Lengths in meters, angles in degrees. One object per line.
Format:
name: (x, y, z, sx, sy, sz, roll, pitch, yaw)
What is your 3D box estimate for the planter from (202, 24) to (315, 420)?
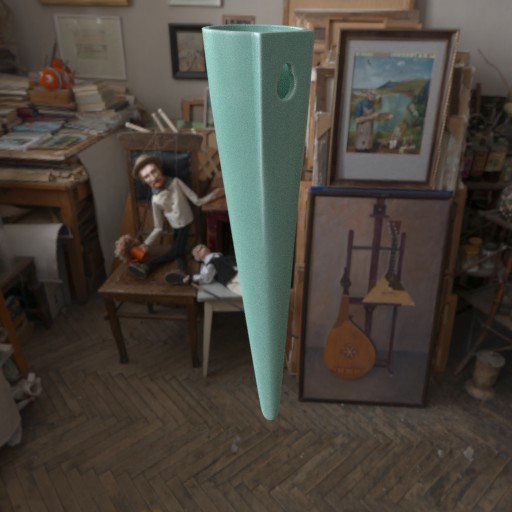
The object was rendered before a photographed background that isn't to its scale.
planter: (0.000, 0.000, 0.291, 0.054, 0.268, 0.055, -18, 35, -29)
